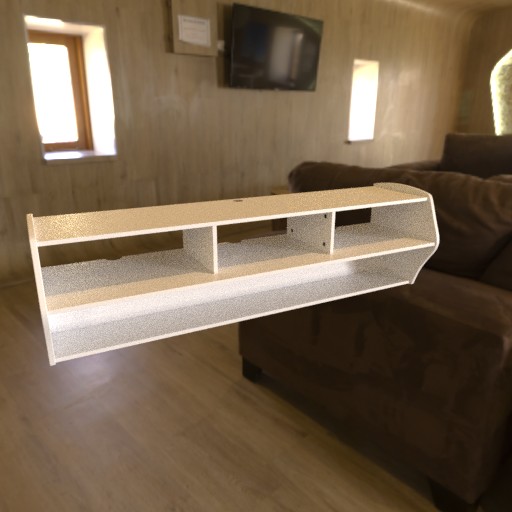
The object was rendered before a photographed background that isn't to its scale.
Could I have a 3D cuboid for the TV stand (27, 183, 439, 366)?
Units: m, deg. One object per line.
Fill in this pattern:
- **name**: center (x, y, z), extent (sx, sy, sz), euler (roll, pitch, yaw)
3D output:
- **TV stand**: center (0.000, 0.000, 1.653), extent (1.473, 0.424, 0.397), euler (-9, 20, -26)
